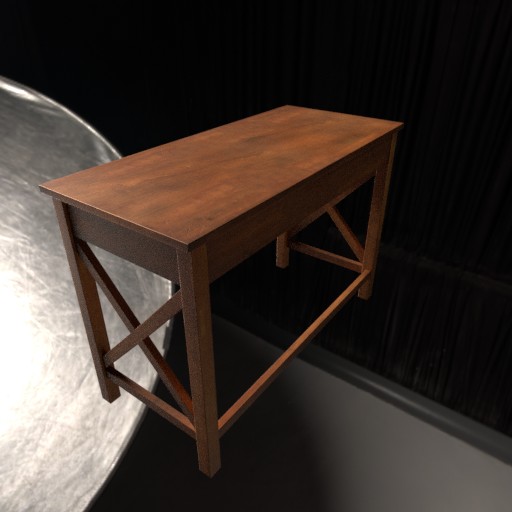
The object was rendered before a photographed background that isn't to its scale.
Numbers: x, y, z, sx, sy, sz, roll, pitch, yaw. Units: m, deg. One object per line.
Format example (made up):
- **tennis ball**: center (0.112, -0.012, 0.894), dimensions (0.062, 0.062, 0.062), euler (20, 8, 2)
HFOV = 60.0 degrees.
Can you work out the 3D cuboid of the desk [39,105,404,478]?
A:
- **desk**: center (0.000, 0.000, 1.538), dimensions (0.508, 0.762, 1.117), euler (21, 36, 31)
